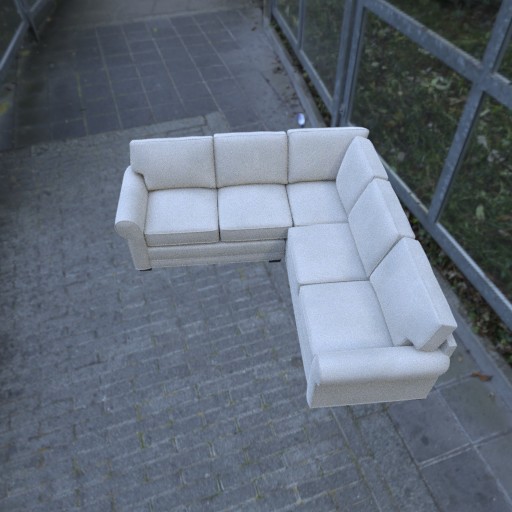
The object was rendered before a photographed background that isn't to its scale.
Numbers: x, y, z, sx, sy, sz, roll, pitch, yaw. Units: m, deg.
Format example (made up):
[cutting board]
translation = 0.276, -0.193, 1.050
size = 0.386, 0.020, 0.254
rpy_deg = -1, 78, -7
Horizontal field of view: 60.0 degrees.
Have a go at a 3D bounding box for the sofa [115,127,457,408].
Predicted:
[sofa]
translation = 0.000, 0.000, 3.864
size = 2.487, 1.054, 2.569
rpy_deg = -4, 47, -3
